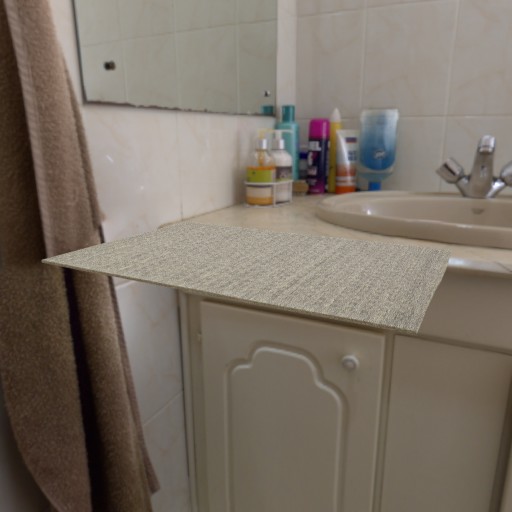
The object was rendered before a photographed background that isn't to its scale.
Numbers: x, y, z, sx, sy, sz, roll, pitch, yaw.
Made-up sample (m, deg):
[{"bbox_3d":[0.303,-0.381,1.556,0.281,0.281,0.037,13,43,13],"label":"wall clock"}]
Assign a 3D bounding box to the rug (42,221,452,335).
[{"bbox_3d":[0.000,0.000,2.954,2.297,0.018,1.532,8,17,27],"label":"rug"}]
